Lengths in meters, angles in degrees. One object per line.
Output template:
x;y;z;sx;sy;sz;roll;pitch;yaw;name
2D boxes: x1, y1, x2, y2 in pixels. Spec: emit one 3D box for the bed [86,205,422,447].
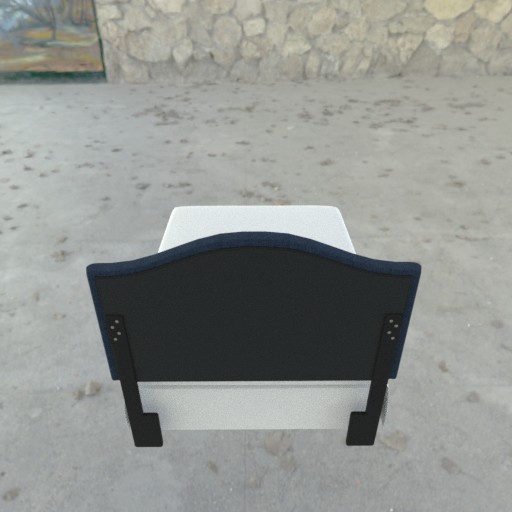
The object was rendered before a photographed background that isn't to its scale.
0.000;0.000;3.332;1.725;1.518;2.153;0;32;0;bed
